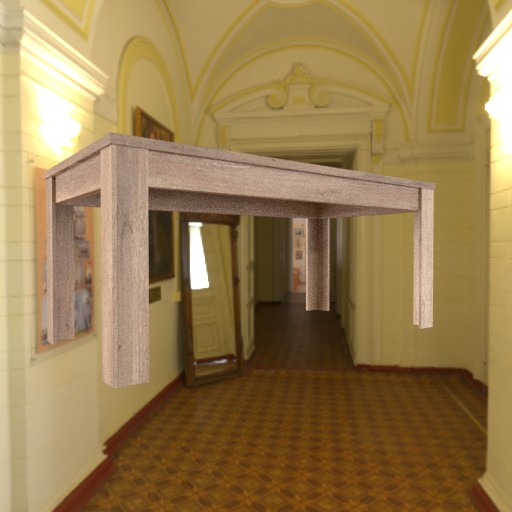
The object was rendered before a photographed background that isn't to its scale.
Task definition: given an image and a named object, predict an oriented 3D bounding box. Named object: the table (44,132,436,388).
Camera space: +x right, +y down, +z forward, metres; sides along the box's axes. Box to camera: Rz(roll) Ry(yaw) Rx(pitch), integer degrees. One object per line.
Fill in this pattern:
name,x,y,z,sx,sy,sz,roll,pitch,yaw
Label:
table,0.000,0.000,2.261,1.800,0.790,0.900,-1,1,-37
